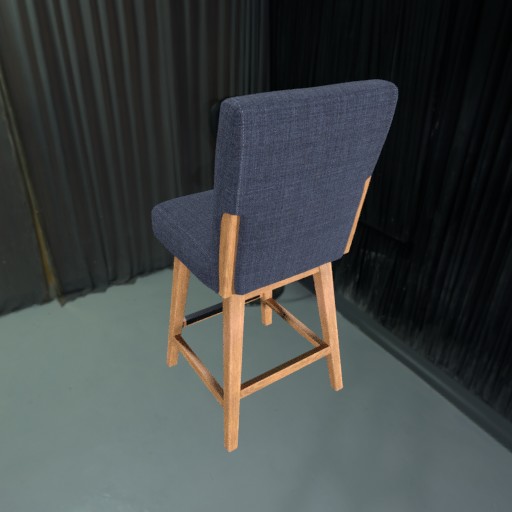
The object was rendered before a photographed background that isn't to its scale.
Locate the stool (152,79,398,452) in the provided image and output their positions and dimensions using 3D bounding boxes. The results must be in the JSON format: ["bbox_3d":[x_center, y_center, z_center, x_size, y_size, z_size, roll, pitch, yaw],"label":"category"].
[{"bbox_3d":[0.000,0.000,1.315,0.459,1.010,0.526,-18,35,-29],"label":"stool"}]
